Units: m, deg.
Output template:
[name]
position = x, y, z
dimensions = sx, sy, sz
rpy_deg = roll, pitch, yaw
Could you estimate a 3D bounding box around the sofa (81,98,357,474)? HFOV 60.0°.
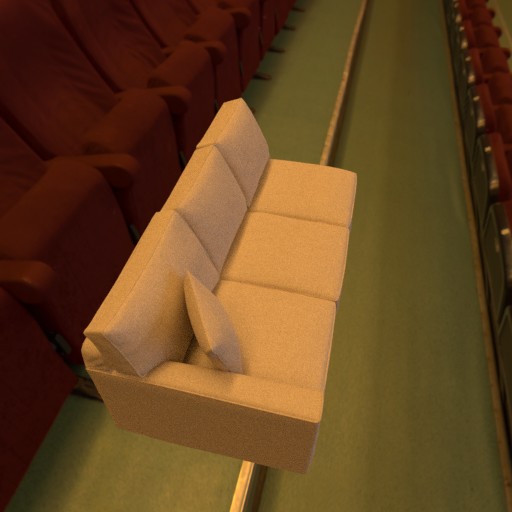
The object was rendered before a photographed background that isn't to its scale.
[sofa]
position = 0.000, 0.000, 2.558
dimensions = 1.034, 0.946, 1.962
rpy_deg = 10, 46, 9
